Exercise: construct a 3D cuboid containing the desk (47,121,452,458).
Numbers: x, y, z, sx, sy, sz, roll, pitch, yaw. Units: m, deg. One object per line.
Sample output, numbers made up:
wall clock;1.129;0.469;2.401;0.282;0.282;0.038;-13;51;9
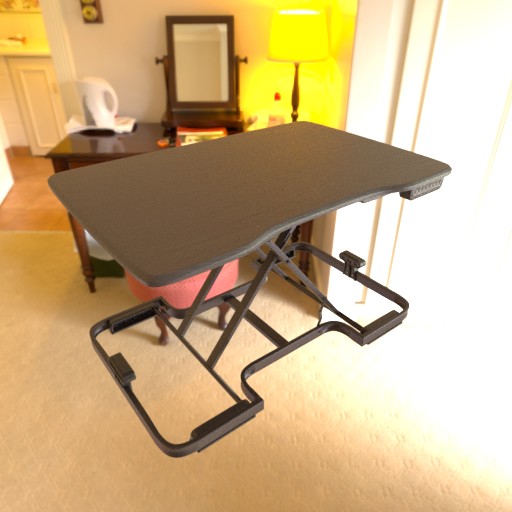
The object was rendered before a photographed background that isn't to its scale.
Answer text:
desk;0.000;0.000;1.154;0.820;0.470;0.546;-22;38;-31
